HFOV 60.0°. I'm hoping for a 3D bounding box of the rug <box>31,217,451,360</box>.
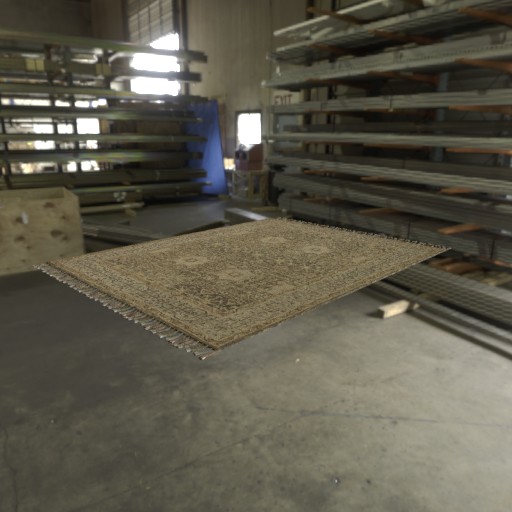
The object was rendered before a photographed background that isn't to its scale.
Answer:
[{"bbox_3d":[0.000,0.000,4.266,2.431,0.017,3.291,15,22,43],"label":"rug"}]
